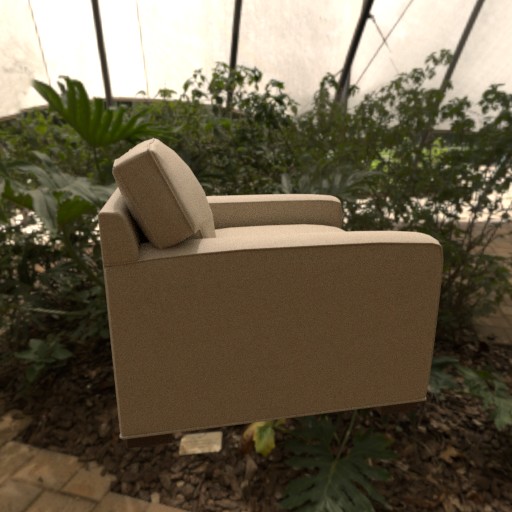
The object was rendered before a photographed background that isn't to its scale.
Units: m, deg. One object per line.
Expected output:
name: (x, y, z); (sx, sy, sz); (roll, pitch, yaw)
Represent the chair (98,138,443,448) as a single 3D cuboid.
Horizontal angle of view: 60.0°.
chair: (0.000, 0.000, 1.791); (1.043, 0.913, 0.998); (-3, 17, -11)
